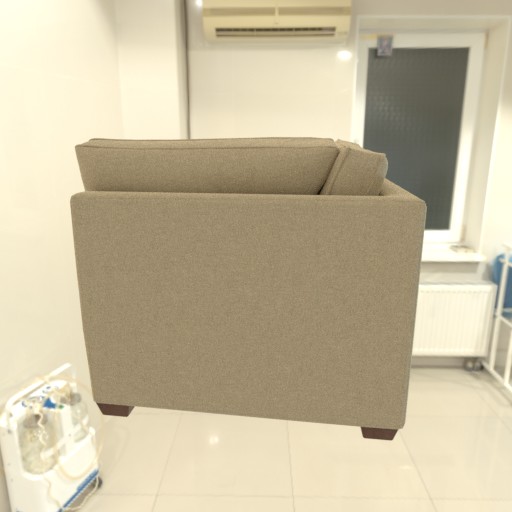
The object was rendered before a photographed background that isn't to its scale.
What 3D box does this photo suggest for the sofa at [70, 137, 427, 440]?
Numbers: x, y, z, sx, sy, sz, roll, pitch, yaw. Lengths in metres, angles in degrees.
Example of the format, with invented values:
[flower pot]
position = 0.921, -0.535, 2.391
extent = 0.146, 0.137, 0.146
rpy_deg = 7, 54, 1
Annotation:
[sofa]
position = 0.000, 0.000, 1.936
extent = 1.146, 1.002, 1.084
rpy_deg = 2, 15, 8
